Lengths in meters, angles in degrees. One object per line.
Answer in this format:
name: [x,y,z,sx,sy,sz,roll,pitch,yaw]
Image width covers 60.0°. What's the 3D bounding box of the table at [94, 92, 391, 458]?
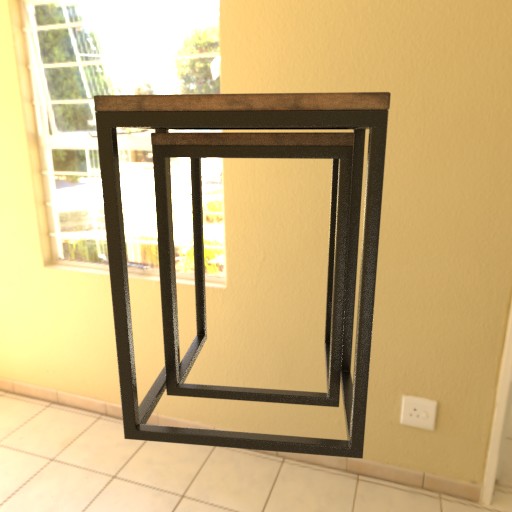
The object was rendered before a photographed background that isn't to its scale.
table: [0.000,0.000,0.945,0.456,0.615,0.460,2,15,9]
